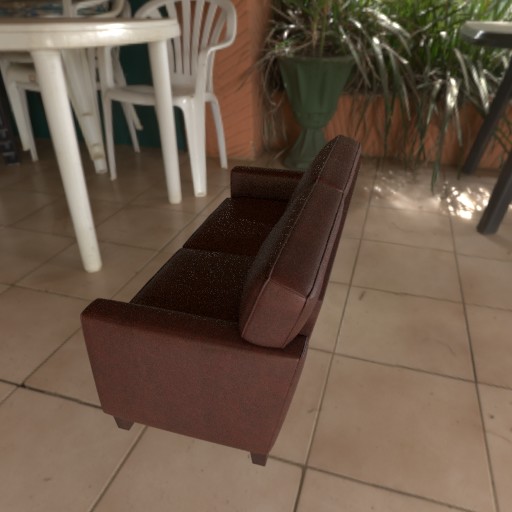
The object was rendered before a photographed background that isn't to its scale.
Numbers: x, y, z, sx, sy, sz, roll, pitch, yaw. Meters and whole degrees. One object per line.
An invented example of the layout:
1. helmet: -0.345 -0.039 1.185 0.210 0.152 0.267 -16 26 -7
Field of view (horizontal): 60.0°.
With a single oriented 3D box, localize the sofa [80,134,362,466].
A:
1. sofa: 0.000 0.000 2.369 0.912 0.928 1.876 8 31 14
